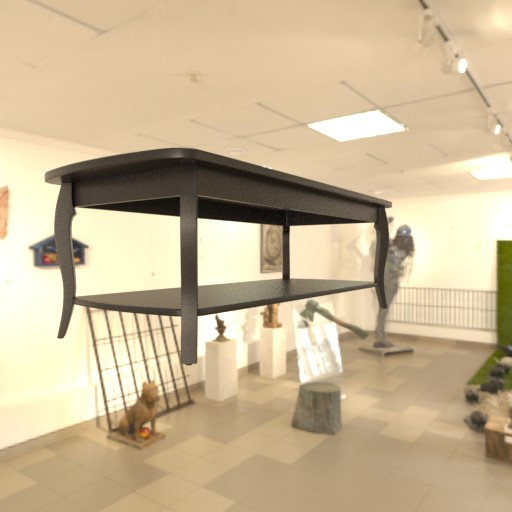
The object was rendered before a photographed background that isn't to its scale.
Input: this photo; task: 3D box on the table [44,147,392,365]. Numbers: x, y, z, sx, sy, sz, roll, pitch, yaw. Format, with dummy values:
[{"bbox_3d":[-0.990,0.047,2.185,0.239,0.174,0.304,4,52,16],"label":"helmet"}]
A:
[{"bbox_3d":[0.000,0.000,1.572,0.571,0.457,1.333,0,1,36],"label":"table"}]
